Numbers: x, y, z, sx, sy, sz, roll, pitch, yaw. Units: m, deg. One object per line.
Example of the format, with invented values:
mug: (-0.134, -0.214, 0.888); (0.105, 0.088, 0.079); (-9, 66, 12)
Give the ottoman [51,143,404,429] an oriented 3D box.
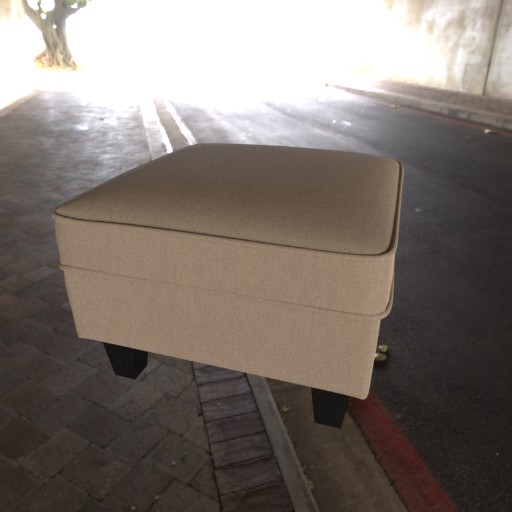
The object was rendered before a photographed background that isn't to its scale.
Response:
ottoman: (0.000, 0.000, 1.031); (0.613, 0.438, 0.616); (8, 27, 16)
